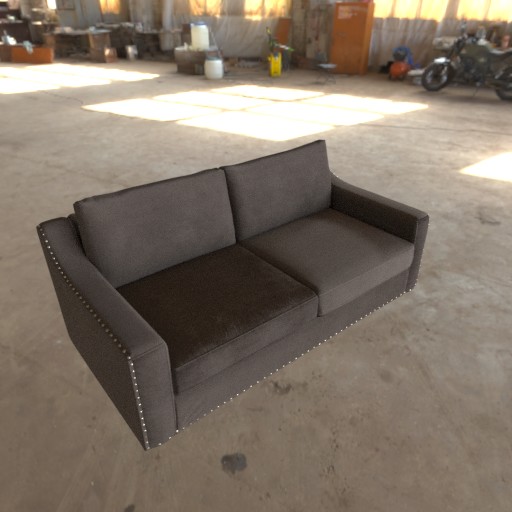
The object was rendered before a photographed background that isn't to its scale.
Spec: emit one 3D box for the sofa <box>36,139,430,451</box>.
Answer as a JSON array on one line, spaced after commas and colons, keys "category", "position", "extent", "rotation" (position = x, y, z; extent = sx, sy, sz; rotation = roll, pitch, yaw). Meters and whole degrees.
[{"category": "sofa", "position": [0.000, 0.000, 3.271], "extent": [2.550, 1.196, 1.336], "rotation": [-22, 37, -33]}]
